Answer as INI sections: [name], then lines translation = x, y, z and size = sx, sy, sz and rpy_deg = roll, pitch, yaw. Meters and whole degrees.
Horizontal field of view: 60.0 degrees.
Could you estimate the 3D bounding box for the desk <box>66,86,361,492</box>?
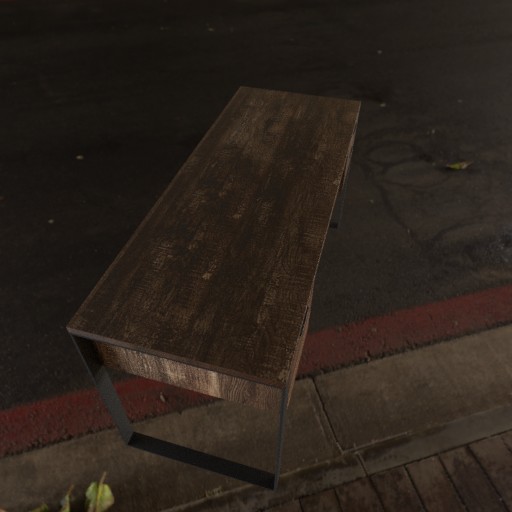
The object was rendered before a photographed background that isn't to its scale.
[desk]
translation = 0.000, 0.000, 1.894
size = 0.599, 0.762, 1.524
rpy_deg = 12, 46, 11
